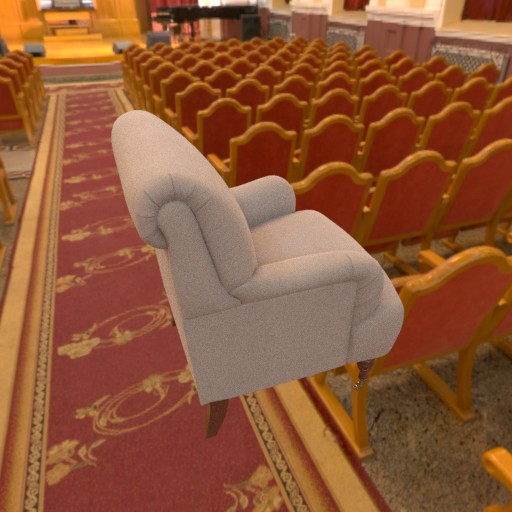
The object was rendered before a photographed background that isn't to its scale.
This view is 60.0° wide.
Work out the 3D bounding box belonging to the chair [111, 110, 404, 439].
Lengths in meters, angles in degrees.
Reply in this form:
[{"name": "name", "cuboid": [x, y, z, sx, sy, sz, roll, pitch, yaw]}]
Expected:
[{"name": "chair", "cuboid": [0.000, 0.000, 1.588, 0.842, 0.942, 0.766, -10, 32, -17]}]
